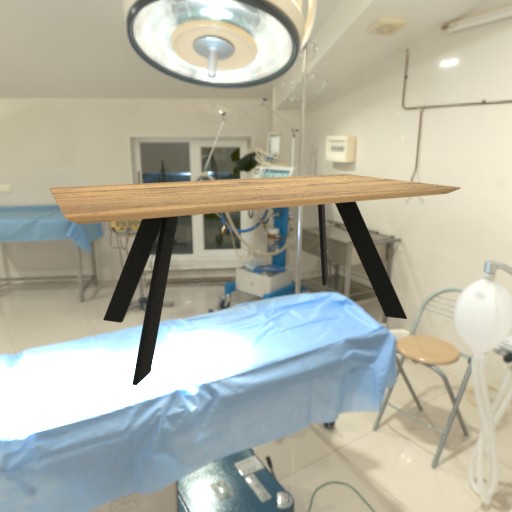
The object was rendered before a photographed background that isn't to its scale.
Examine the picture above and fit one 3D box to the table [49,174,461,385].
[{"bbox_3d":[0.000,0.000,2.510,2.000,0.770,1.000,-8,17,-26],"label":"table"}]
